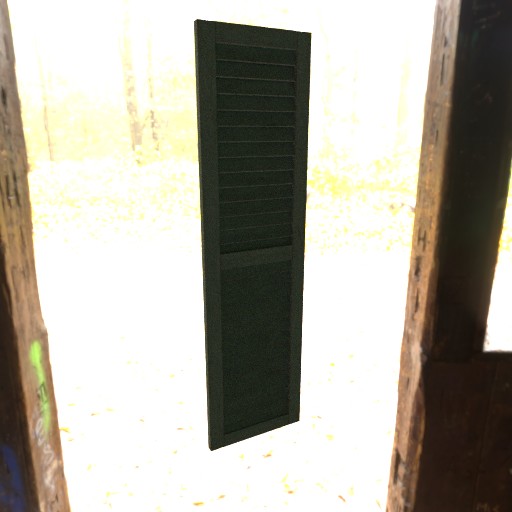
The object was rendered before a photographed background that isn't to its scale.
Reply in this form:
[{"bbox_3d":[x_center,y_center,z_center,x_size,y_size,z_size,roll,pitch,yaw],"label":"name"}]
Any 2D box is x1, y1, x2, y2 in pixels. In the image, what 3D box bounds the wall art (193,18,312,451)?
[{"bbox_3d":[0.000,0.000,1.299,0.329,1.219,0.025,-8,17,-26],"label":"wall art"}]
